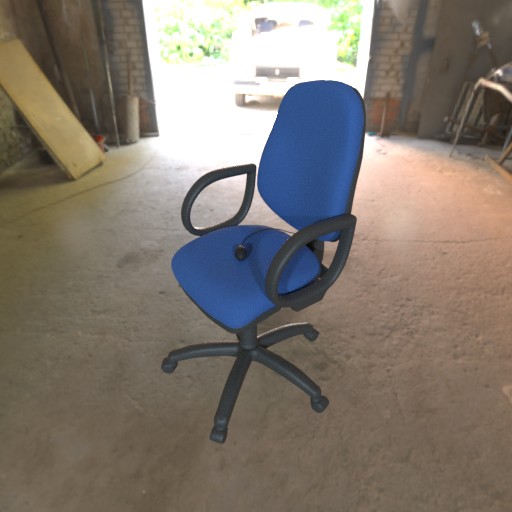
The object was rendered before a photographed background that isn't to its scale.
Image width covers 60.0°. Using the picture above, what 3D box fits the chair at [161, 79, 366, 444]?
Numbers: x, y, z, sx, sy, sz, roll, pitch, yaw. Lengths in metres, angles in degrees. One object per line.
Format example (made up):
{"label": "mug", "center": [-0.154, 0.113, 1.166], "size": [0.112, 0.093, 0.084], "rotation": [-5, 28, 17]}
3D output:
{"label": "chair", "center": [0.000, 0.000, 1.264], "size": [0.549, 0.905, 0.552], "rotation": [-21, 38, -29]}
